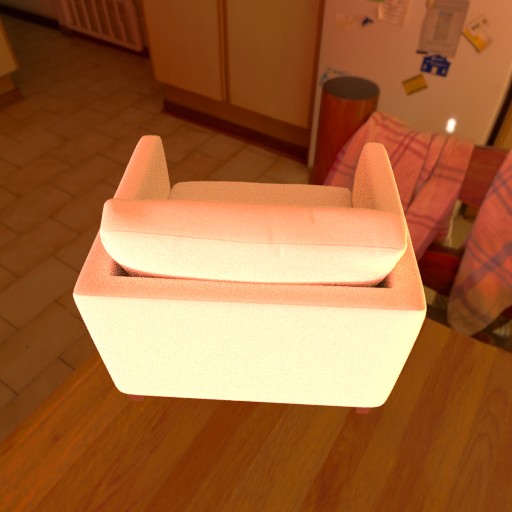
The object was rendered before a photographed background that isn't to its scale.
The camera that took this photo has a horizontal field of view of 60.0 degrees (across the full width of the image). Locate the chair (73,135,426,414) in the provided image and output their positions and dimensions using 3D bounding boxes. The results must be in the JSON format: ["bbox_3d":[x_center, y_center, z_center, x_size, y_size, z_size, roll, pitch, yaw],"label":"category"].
[{"bbox_3d":[0.000,0.000,1.694,1.019,0.885,0.878,2,46,2],"label":"chair"}]
